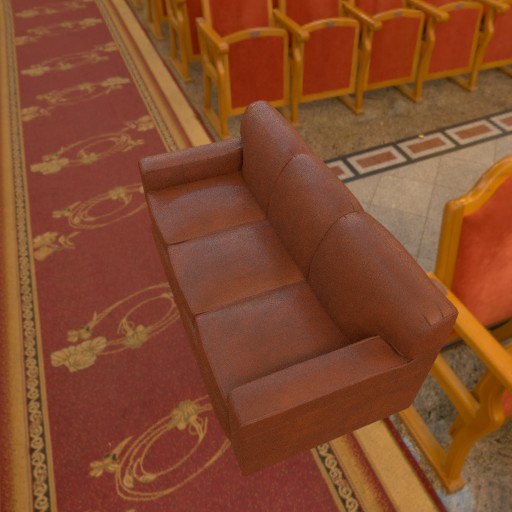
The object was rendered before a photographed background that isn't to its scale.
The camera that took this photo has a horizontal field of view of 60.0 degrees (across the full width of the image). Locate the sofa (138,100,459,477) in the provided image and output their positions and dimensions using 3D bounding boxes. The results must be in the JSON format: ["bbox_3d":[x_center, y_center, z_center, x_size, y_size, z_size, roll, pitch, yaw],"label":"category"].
[{"bbox_3d":[0.000,0.000,2.591,1.008,0.953,2.039,-16,47,-15],"label":"sofa"}]
